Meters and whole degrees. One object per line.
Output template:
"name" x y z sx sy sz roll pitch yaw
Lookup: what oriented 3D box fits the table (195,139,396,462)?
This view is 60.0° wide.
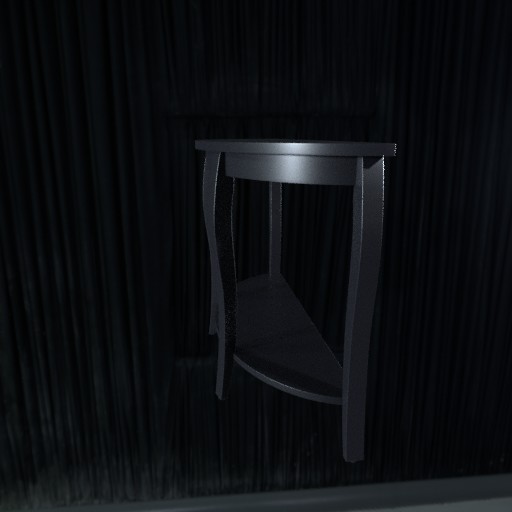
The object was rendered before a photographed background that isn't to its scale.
"table" 0.000 0.000 1.545 0.394 0.780 1.219 -2 15 -8
